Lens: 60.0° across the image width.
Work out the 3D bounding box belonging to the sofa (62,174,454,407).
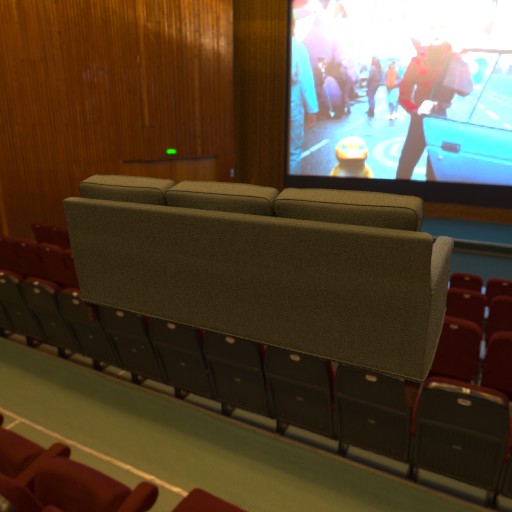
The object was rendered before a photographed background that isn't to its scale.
[{"bbox_3d":[0.000,0.000,2.815,2.246,1.003,1.084,8,18,26],"label":"sofa"}]
